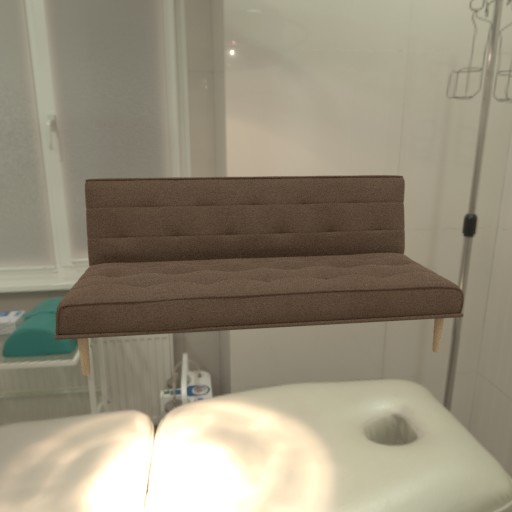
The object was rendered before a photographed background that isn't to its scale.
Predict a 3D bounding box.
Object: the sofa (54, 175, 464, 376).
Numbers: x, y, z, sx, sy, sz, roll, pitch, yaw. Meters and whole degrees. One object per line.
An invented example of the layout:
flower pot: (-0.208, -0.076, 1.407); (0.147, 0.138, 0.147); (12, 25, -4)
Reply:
sofa: (0.000, 0.000, 2.377); (1.820, 0.810, 1.038); (-2, 15, -7)
